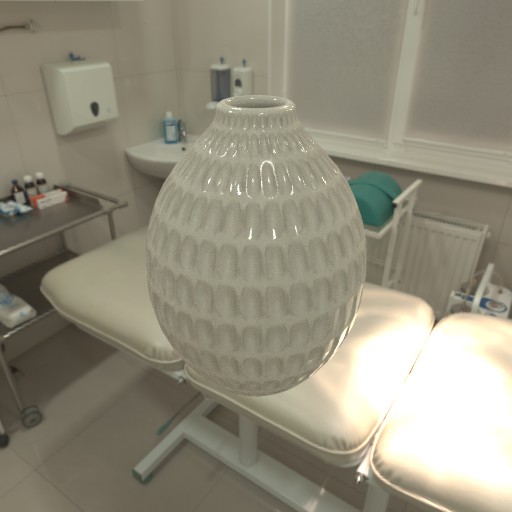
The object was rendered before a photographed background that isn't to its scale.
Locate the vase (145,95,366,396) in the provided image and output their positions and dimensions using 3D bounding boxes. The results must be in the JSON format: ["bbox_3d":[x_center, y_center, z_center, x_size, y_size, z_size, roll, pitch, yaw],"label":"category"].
[{"bbox_3d":[0.000,0.000,0.332,0.162,0.223,0.162,0,30,0],"label":"vase"}]
